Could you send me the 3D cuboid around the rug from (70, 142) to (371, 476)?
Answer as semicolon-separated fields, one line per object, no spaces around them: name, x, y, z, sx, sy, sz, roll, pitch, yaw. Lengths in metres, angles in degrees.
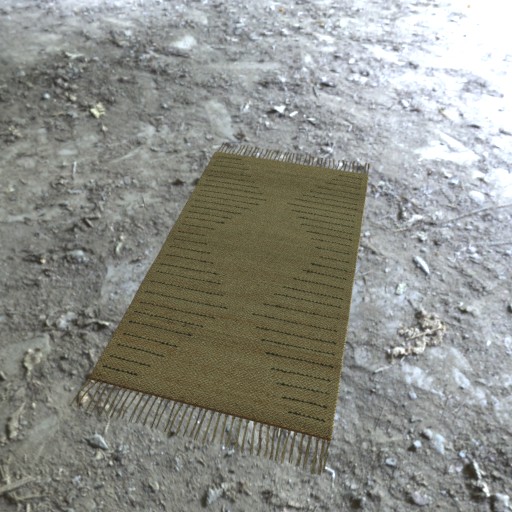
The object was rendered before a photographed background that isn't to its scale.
rug;0.000;0.000;2.025;0.905;0.017;1.718;11;48;10
